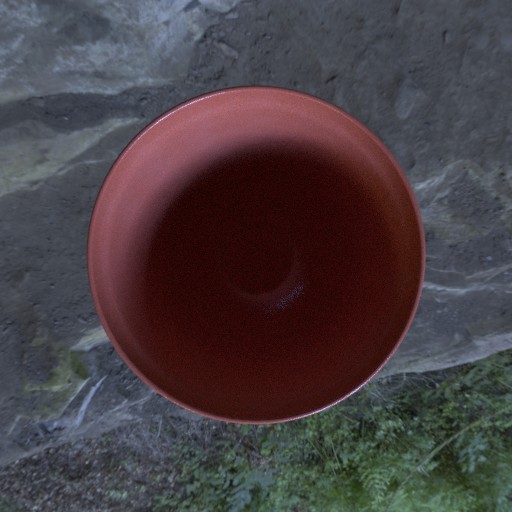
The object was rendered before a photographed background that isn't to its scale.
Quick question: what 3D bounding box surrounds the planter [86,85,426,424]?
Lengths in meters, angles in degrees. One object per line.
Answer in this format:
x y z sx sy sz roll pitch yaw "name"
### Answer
0.000 0.000 0.480 0.266 0.270 0.266 0 89 0 "planter"
